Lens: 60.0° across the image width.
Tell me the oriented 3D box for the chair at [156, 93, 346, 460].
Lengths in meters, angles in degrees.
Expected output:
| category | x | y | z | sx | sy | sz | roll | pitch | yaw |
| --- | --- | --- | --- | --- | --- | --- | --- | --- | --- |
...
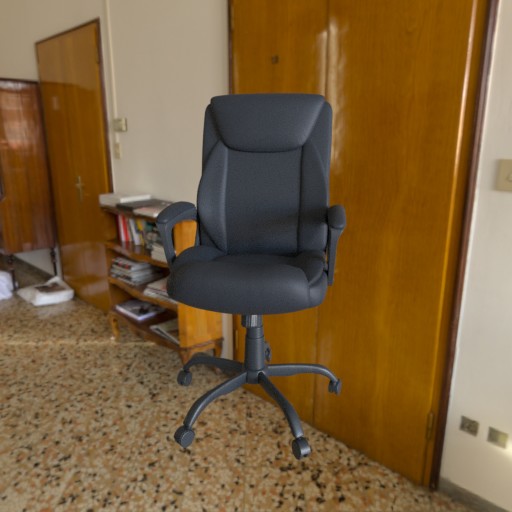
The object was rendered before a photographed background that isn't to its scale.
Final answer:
| category | x | y | z | sx | sy | sz | roll | pitch | yaw |
| --- | --- | --- | --- | --- | --- | --- | --- | --- | --- |
| chair | 0.000 | 0.000 | 1.478 | 0.615 | 1.072 | 0.655 | 2 | 15 | 9 |
